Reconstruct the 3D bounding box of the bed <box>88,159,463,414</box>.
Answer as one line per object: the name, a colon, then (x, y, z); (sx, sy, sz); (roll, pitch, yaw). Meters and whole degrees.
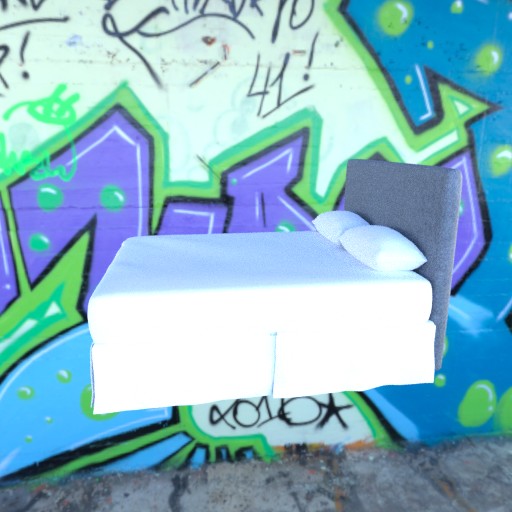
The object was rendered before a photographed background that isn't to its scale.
bed: (0.000, 0.000, 3.229); (2.142, 1.330, 1.723); (-2, 15, -8)
